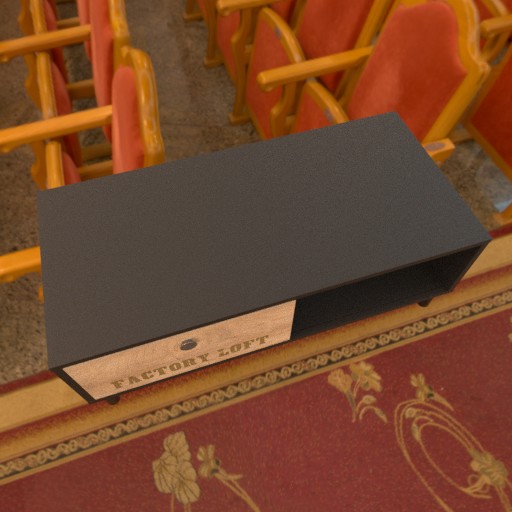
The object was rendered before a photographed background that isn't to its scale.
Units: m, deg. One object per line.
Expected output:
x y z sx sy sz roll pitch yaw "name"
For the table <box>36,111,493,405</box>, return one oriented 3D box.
0.000 0.000 1.341 1.100 0.400 0.550 -15 58 -10 "table"
